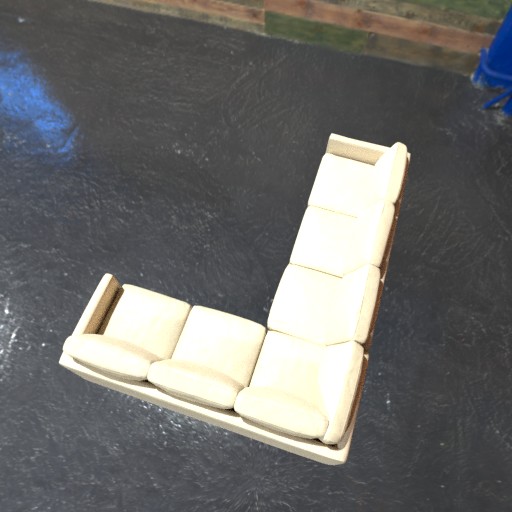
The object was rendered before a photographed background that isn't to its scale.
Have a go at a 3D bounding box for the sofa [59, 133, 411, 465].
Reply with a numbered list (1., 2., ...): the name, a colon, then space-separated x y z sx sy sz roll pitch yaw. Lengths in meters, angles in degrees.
1. sofa: 0.000 0.000 4.562 2.593 0.947 3.302 16 64 8
